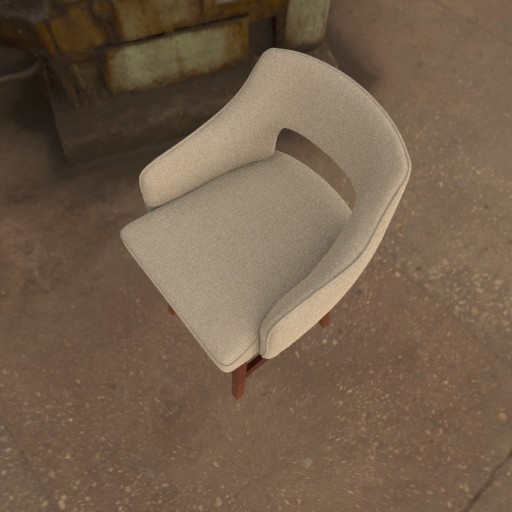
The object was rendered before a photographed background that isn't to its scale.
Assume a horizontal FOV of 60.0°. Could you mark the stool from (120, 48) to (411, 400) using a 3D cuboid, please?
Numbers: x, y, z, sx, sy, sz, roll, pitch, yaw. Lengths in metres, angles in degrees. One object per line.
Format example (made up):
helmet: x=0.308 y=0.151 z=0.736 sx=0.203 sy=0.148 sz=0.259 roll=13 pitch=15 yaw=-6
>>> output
stool: x=0.000 y=0.000 z=1.260 sx=0.560 sy=0.936 sz=0.550 roll=-36 pitch=69 yaw=-16
